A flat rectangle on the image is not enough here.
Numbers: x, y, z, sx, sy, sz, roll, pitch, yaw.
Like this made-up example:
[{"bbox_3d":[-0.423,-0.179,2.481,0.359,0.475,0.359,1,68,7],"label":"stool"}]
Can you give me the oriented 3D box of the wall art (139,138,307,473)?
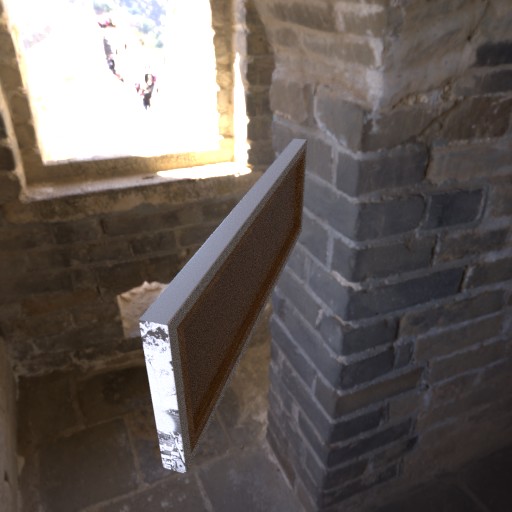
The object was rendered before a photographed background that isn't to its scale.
[{"bbox_3d":[0.000,0.000,0.861,0.036,0.256,0.766,9,31,15],"label":"wall art"}]
